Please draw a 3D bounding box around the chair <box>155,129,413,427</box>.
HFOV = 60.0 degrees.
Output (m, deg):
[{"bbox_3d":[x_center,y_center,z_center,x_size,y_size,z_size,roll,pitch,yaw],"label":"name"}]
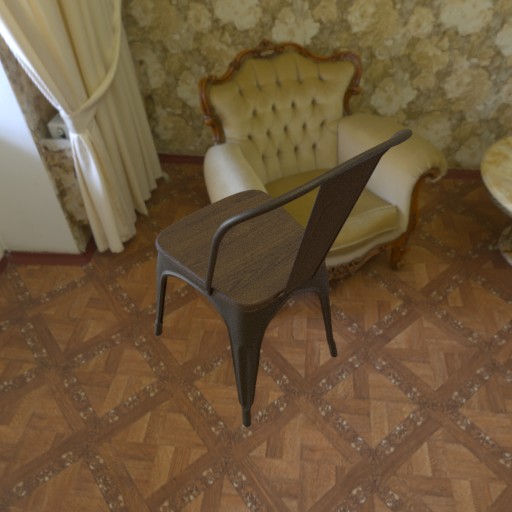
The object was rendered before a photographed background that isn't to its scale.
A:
[{"bbox_3d":[0.000,0.000,1.142,0.451,0.844,0.532,-30,52,-27],"label":"chair"}]
